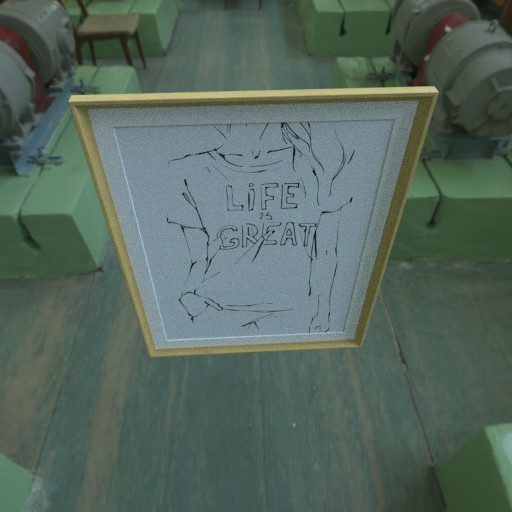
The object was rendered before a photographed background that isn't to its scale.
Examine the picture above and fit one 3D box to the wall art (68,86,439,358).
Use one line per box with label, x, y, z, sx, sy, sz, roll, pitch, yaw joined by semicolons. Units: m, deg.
wall art;0.000;0.000;1.319;0.798;1.002;0.030;-2;45;-2
